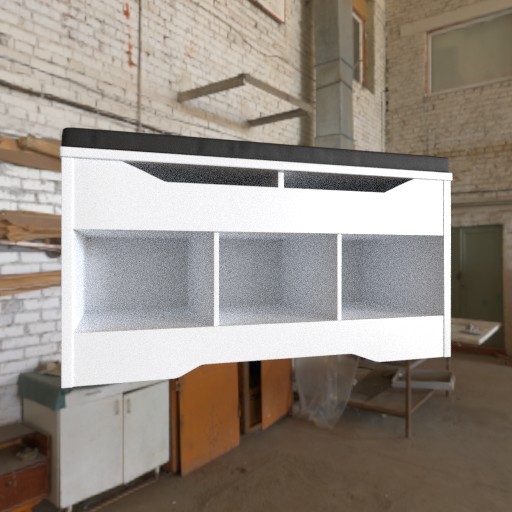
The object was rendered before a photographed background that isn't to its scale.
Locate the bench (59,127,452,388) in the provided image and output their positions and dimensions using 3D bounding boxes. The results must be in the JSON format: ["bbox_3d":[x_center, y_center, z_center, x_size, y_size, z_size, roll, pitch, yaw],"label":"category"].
[{"bbox_3d":[0.000,0.000,1.155,0.899,0.500,0.401,0,0,-17],"label":"bench"}]
